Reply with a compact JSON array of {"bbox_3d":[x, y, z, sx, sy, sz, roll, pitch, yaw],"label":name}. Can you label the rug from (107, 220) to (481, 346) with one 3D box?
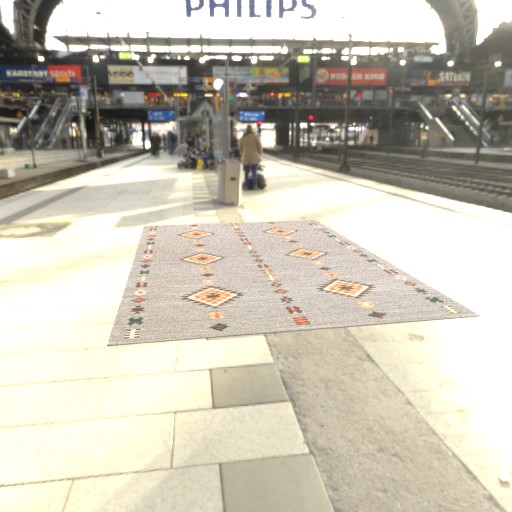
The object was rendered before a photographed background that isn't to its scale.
[{"bbox_3d":[0.000,0.000,2.257,1.217,0.005,1.818,-3,15,-10],"label":"rug"}]
